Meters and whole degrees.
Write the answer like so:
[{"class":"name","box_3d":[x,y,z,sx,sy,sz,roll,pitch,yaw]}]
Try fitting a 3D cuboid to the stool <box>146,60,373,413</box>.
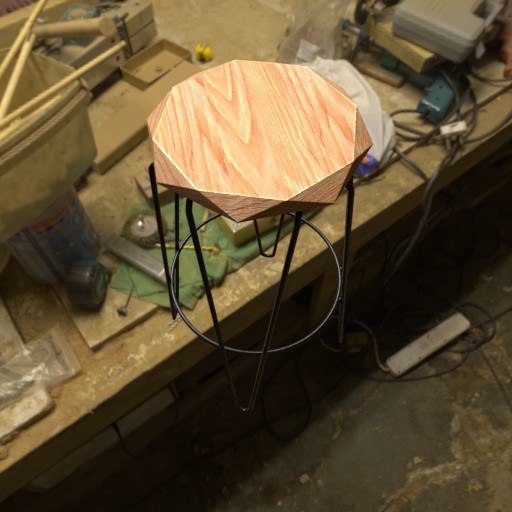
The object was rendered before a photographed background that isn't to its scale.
[{"class":"stool","box_3d":[0.000,0.000,0.792,0.326,0.610,0.326,-32,63,-19]}]
